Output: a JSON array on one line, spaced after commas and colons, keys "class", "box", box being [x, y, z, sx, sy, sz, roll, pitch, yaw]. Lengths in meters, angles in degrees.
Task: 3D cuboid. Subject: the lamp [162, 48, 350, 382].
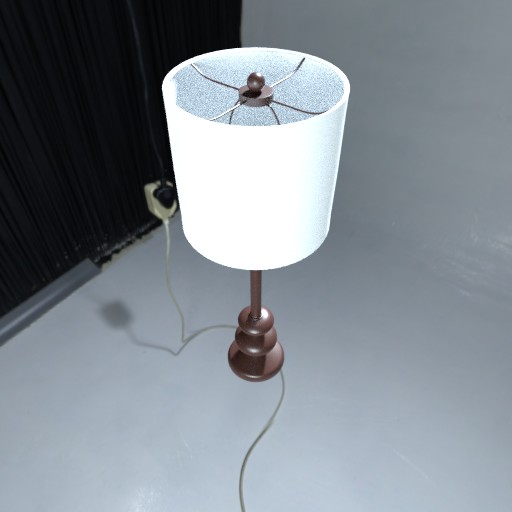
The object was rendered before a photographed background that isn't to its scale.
[{"class": "lamp", "box": [0.000, 0.000, 0.837, 0.254, 0.690, 0.254, 28, 51, 26]}]
